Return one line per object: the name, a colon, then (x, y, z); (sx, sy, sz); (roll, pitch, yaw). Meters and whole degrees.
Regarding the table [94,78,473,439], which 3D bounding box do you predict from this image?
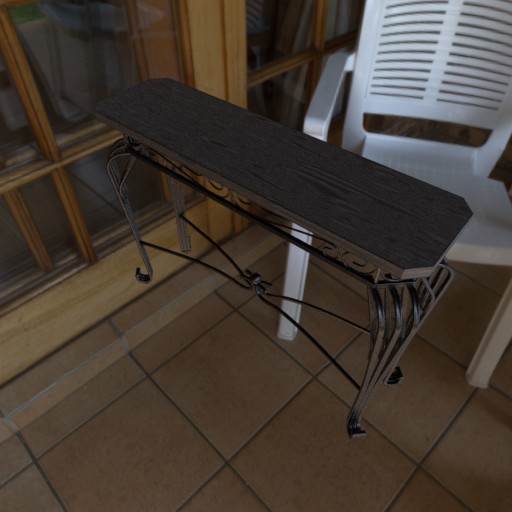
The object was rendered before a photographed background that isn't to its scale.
table: (0.000, 0.000, 1.445); (1.112, 0.800, 0.329); (31, 53, 27)
